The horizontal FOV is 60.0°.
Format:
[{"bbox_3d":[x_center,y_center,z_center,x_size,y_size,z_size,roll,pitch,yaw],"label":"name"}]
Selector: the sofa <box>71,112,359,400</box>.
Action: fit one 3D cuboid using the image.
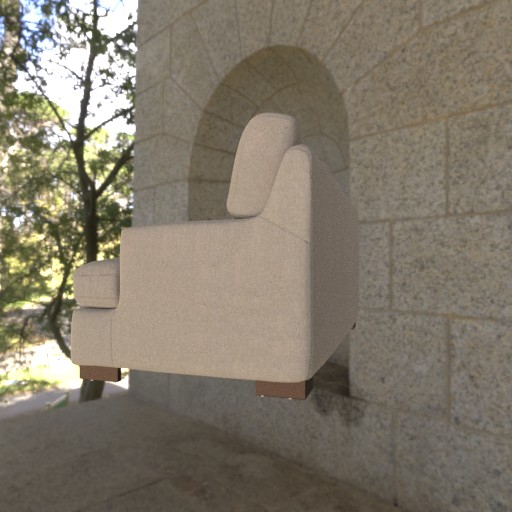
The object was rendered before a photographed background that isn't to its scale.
[{"bbox_3d":[0.000,0.000,2.427,0.962,0.980,1.855,0,-1,18],"label":"sofa"}]
